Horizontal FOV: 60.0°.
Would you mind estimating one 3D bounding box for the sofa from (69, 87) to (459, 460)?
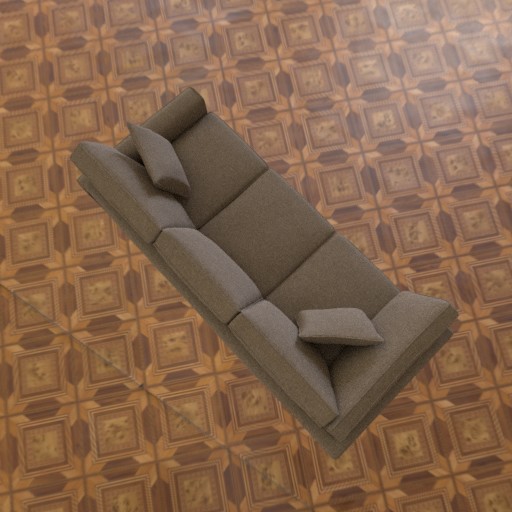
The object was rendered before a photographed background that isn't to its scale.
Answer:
[{"bbox_3d":[0.000,0.000,2.899,1.061,0.962,2.317,-42,80,-10],"label":"sofa"}]
